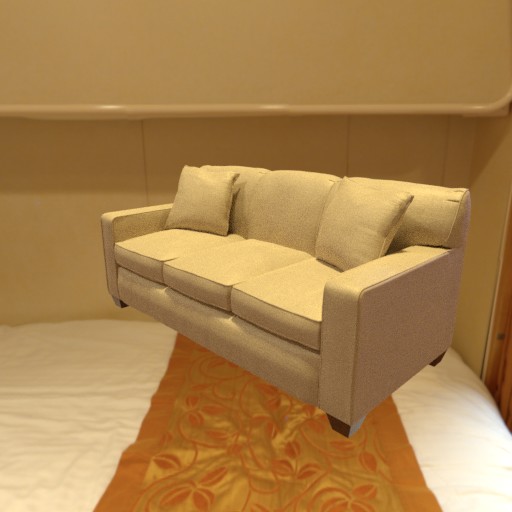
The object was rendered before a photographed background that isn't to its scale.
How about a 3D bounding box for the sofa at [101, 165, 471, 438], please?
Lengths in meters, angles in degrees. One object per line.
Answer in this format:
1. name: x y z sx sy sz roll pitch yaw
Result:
1. sofa: 0.000 0.000 2.599 0.997 0.958 2.024 -16 23 -42
